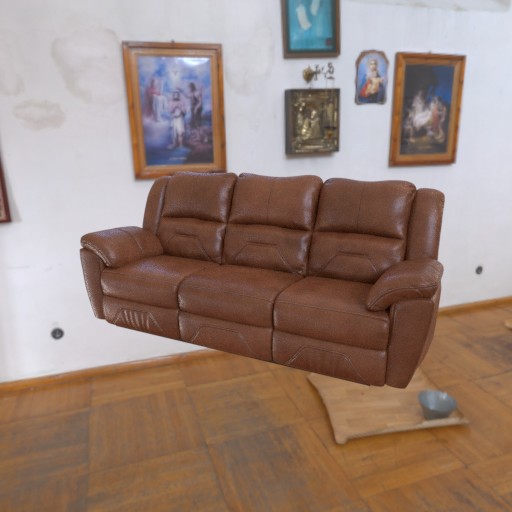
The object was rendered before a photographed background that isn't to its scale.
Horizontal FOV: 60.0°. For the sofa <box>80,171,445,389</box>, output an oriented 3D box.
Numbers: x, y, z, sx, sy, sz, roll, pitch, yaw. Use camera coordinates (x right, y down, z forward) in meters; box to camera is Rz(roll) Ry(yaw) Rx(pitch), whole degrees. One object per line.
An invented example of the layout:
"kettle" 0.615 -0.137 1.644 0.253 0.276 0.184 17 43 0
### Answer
"sofa" 0.000 0.000 2.994 2.337 1.043 0.991 7 17 25
